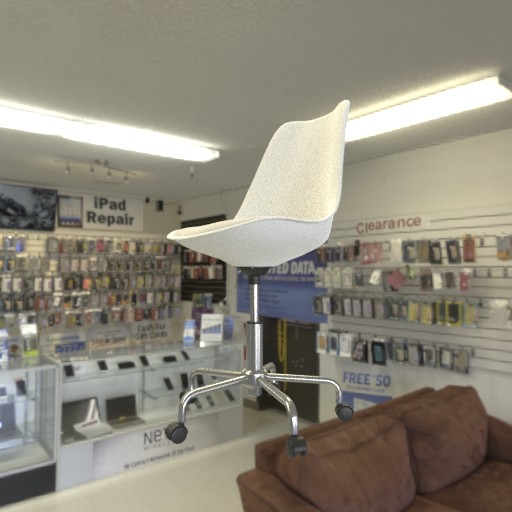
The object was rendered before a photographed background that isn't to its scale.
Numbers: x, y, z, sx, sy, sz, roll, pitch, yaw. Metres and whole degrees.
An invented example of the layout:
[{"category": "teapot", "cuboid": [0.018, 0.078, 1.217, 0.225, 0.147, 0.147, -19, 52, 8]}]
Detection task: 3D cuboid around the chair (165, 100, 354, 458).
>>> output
[{"category": "chair", "cuboid": [0.000, 0.000, 1.264, 0.550, 0.930, 0.550, 1, -2, -38]}]
